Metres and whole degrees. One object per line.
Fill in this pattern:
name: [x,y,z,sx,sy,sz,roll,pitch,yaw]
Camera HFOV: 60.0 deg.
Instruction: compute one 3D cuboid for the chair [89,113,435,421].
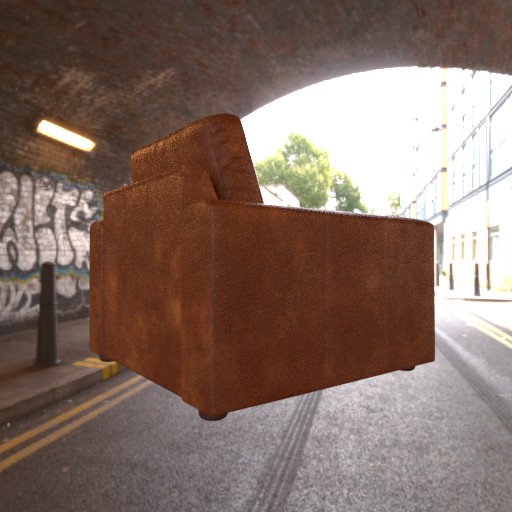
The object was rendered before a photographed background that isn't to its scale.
chair: [0.000,0.000,1.773,1.016,0.873,1.005,0,0,-37]
